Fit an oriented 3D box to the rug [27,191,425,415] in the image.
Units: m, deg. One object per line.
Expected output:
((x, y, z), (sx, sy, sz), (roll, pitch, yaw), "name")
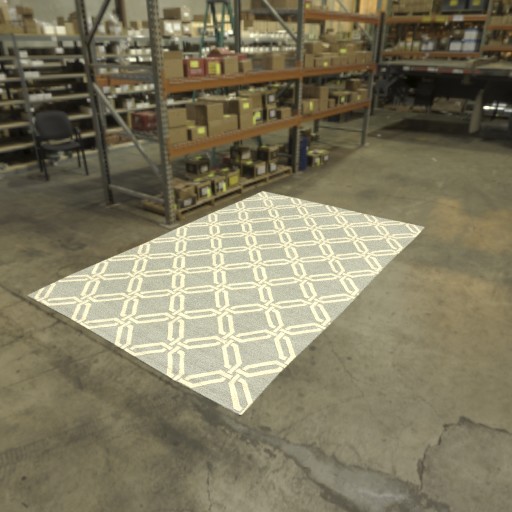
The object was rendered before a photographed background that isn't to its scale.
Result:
((0.000, 0.000, 2.208), (1.148, 0.010, 1.754), (18, 31, 32), "rug")
